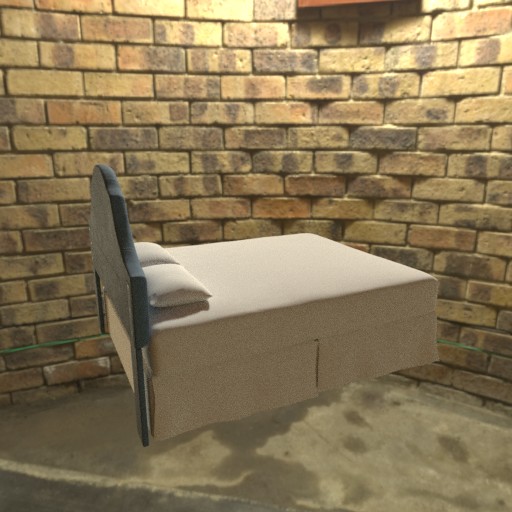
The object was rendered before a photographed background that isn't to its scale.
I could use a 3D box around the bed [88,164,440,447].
[{"bbox_3d":[0.000,0.000,3.824,2.477,1.617,2.039,-7,17,-25],"label":"bed"}]
